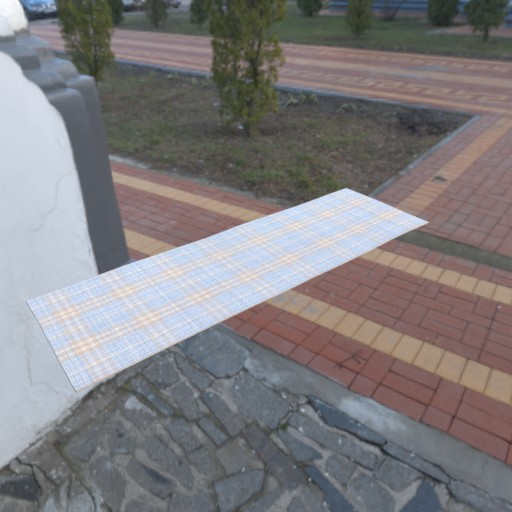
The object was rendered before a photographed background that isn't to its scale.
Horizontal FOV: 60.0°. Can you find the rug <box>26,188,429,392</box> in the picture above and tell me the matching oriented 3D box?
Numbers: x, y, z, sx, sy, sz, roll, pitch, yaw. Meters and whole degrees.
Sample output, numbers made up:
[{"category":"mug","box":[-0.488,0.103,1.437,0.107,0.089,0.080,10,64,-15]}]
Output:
[{"category":"rug","box":[0.000,0.000,2.684,2.439,0.013,0.762,-22,38,-32]}]
